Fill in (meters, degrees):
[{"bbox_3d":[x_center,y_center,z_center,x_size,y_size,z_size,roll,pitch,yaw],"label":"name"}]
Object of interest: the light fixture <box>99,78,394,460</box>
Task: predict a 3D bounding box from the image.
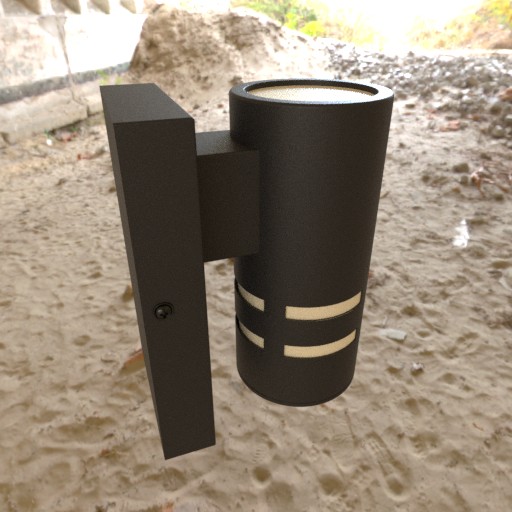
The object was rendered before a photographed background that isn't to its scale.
[{"bbox_3d":[0.000,0.000,0.254,0.138,0.179,0.098,-10,31,-17],"label":"light fixture"}]
